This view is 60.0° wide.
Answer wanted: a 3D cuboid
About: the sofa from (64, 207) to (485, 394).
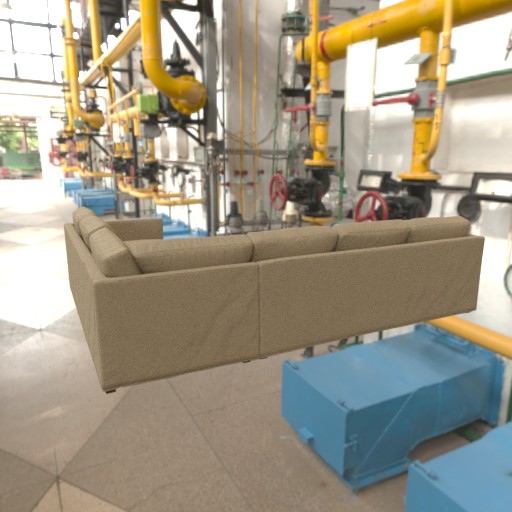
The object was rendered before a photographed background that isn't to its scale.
[{"bbox_3d":[0.000,0.000,4.198,3.182,0.871,2.432,-6,14,-26],"label":"sofa"}]
